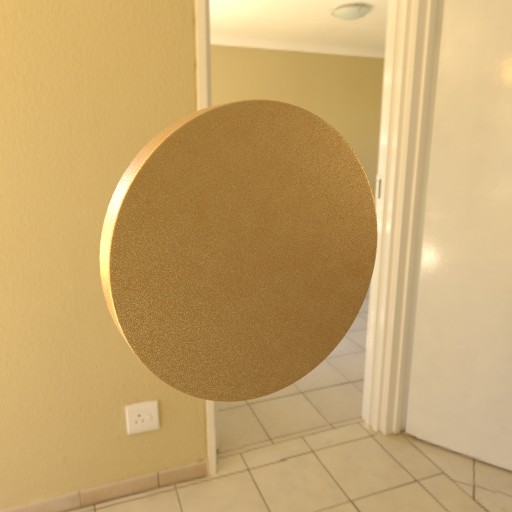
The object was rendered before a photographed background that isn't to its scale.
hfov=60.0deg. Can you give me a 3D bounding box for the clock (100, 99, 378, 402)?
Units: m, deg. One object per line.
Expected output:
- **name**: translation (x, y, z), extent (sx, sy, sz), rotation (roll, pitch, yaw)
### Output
- **clock**: translation (0.000, 0.000, 0.473), extent (0.314, 0.314, 0.040), rotation (-8, 15, -29)
